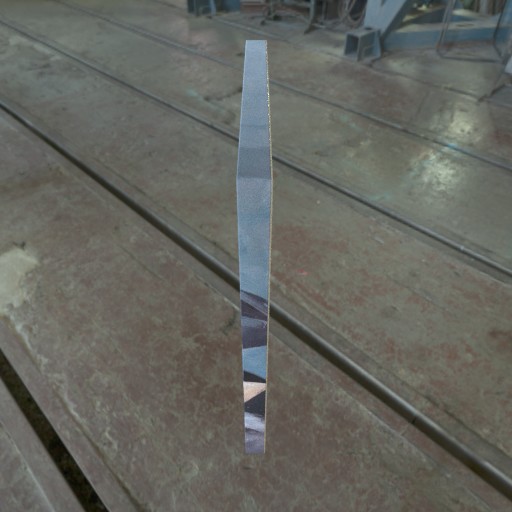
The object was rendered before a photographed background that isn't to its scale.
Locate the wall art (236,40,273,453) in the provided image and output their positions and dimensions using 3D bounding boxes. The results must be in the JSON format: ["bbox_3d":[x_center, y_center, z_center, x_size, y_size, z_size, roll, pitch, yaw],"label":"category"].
[{"bbox_3d":[0.000,0.000,0.812,0.037,0.613,0.455,0,42,0],"label":"wall art"}]
